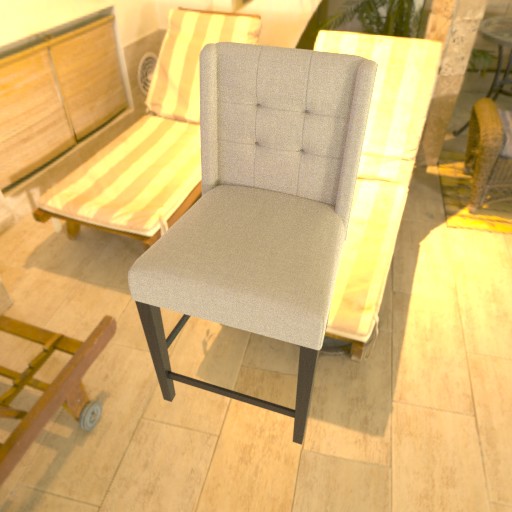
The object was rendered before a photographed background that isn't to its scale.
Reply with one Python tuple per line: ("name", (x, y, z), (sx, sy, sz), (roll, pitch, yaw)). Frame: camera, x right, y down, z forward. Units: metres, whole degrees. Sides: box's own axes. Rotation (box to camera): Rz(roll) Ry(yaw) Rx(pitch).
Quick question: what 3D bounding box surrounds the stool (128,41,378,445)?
("stool", (0.000, 0.000, 1.207), (0.474, 0.939, 0.509), (13, 43, 14))
